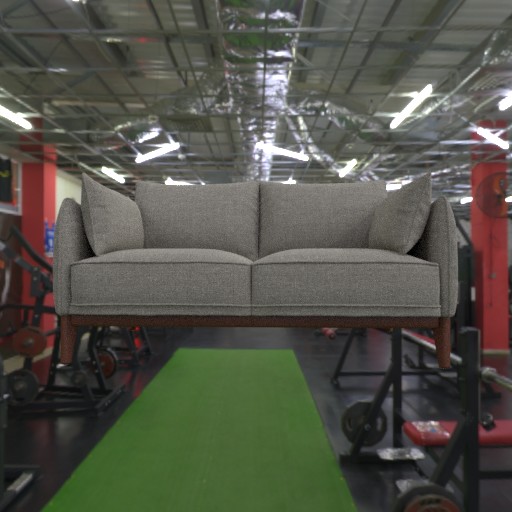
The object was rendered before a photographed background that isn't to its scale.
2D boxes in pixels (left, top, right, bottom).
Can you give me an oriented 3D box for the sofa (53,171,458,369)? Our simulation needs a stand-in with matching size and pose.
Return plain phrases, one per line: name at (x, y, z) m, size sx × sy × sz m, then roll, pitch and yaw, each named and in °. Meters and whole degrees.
sofa at (0.000, 0.000, 2.094) m, size 1.580 × 0.851 × 0.972 m, roll 0°, pitch 0°, yaw 2°
